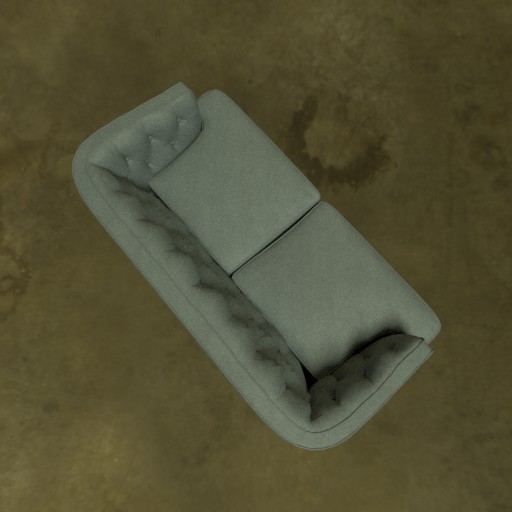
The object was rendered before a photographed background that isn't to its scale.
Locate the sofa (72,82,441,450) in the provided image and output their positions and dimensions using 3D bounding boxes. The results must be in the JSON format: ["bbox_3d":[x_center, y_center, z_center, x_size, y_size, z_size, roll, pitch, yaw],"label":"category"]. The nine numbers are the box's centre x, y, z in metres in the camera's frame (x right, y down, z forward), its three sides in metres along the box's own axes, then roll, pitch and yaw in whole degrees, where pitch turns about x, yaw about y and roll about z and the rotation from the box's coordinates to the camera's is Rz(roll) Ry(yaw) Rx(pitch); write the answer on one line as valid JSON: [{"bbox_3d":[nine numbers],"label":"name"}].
[{"bbox_3d":[0.000,0.000,2.232,0.941,0.855,1.733,-40,80,-9],"label":"sofa"}]
